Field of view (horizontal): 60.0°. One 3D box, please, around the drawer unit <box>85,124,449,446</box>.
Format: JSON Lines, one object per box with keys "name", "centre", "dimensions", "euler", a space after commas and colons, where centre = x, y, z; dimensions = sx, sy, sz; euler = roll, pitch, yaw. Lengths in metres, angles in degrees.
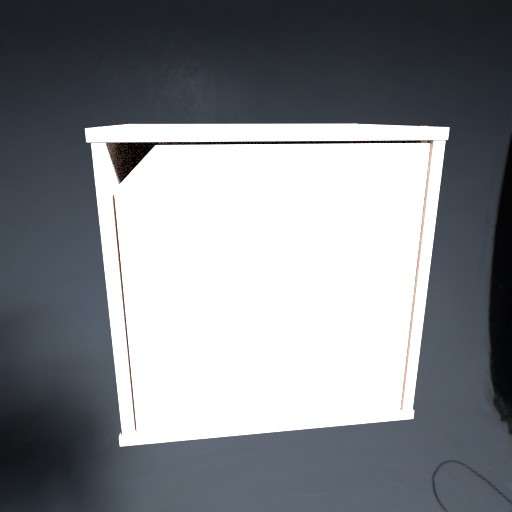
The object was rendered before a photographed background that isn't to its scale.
{"name": "drawer unit", "centre": [0.000, 0.000, 0.607], "dimensions": [0.349, 0.344, 0.290], "euler": [-2, 17, -8]}
